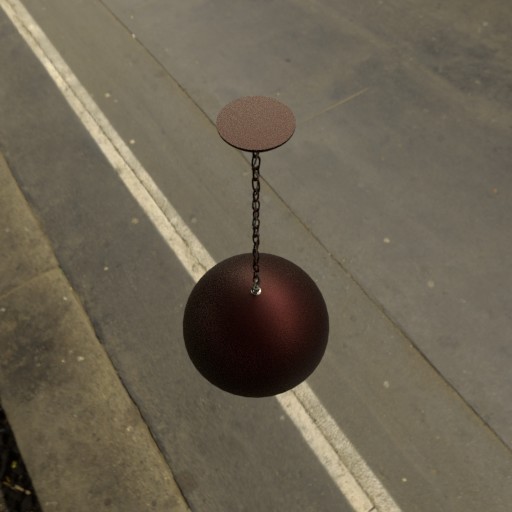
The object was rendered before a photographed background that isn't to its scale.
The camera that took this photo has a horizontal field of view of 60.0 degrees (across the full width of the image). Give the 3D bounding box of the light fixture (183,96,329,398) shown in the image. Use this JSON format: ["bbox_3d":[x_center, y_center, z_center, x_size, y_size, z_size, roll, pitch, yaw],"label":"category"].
[{"bbox_3d":[0.000,0.000,1.138,0.492,0.869,0.492,30,62,18],"label":"light fixture"}]
